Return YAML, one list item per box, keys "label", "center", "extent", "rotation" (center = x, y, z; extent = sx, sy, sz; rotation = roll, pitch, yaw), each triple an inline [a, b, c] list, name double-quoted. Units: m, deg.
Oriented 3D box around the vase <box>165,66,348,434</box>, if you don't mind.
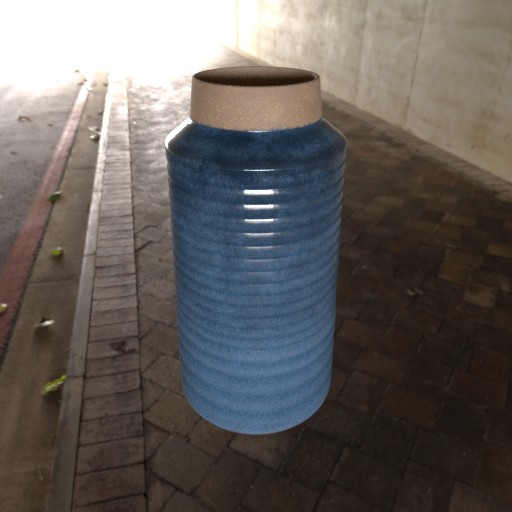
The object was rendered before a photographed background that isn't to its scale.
- label: "vase"
  center: [0.000, 0.000, 0.413]
  extent: [0.163, 0.316, 0.163]
  rotation: [0, 31, 0]
